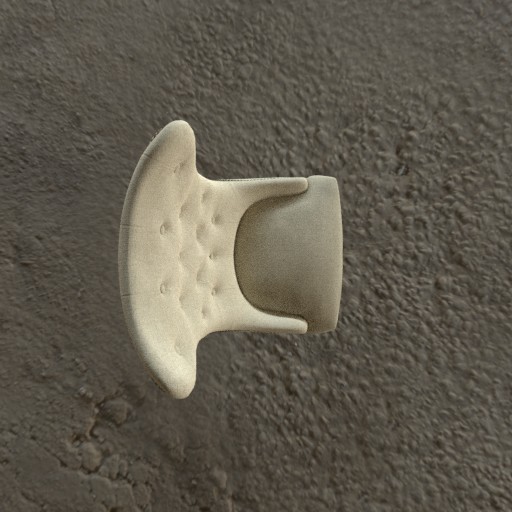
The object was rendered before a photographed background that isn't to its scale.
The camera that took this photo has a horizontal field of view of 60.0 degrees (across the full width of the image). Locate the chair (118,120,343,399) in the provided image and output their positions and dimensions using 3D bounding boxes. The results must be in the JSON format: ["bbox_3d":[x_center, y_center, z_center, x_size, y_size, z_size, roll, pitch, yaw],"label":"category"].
[{"bbox_3d":[0.000,0.000,1.424,0.590,1.065,0.584,0,91,0],"label":"chair"}]
